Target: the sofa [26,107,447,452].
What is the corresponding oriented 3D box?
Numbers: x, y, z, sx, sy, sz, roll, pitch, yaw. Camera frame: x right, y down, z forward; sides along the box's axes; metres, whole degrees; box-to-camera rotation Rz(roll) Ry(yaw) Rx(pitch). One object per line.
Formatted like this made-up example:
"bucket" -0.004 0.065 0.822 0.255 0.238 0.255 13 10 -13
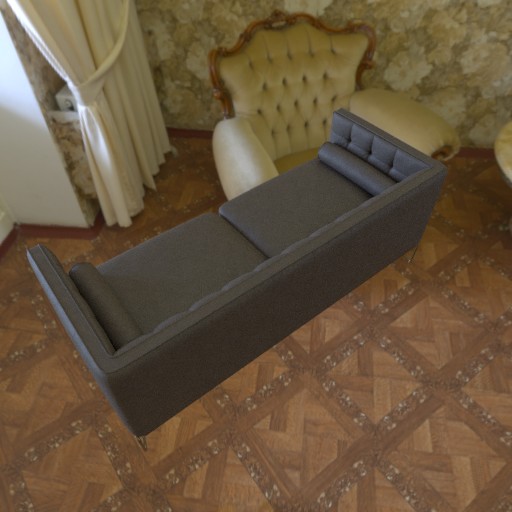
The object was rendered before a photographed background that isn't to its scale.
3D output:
"sofa" 0.000 0.000 2.520 2.087 0.789 0.867 -30 54 -25
